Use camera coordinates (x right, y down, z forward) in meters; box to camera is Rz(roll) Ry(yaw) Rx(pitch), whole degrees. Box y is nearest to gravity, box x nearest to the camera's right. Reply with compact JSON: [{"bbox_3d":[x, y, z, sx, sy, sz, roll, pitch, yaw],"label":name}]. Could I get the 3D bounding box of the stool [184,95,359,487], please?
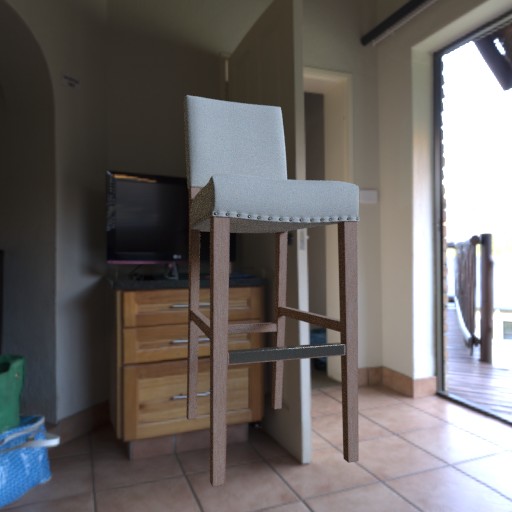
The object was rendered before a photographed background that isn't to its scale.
[{"bbox_3d":[0.000,0.000,1.414,0.428,1.143,0.546,0,0,-20],"label":"stool"}]
